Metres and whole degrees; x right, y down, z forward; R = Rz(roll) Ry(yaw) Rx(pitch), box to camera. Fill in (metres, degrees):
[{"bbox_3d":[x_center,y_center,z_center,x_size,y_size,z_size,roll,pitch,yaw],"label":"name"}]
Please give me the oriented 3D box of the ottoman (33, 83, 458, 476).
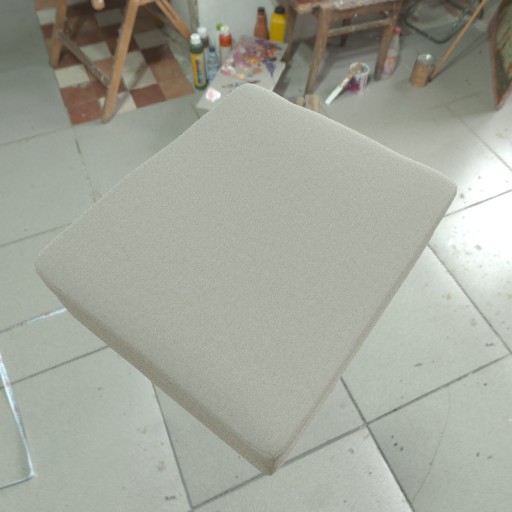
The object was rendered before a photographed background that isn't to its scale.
[{"bbox_3d":[0.000,0.000,1.413,0.836,0.492,0.976,32,63,19],"label":"ottoman"}]
